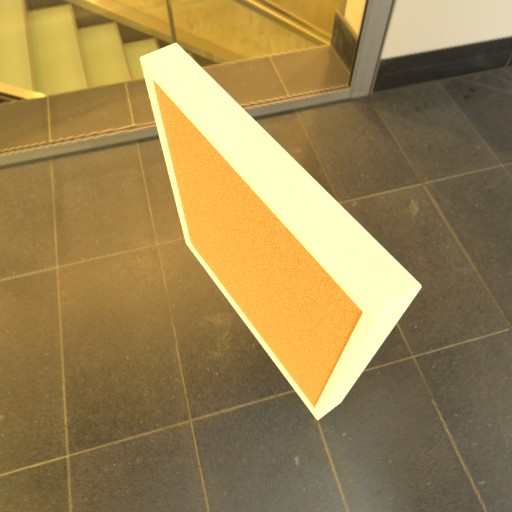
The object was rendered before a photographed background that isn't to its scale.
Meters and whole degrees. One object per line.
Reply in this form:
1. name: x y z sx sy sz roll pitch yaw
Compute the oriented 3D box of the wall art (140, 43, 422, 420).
1. wall art: 0.000 0.000 0.462 0.038 0.305 0.305 -31 64 -17
